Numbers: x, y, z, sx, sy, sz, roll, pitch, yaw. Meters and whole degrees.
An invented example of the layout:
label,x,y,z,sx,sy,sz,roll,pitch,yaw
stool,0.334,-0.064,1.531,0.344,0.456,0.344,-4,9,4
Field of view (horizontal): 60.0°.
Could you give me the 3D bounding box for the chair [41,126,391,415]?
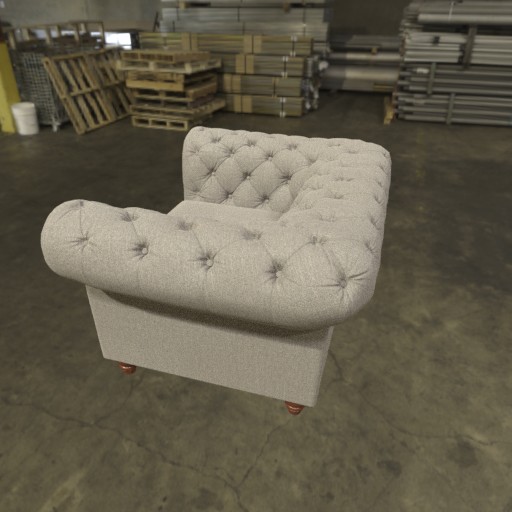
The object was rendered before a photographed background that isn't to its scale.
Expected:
label,x,y,z,sx,sy,sz,roll,pitch,yaw
chair,0.000,0.000,1.835,0.976,0.770,1.270,9,31,15
